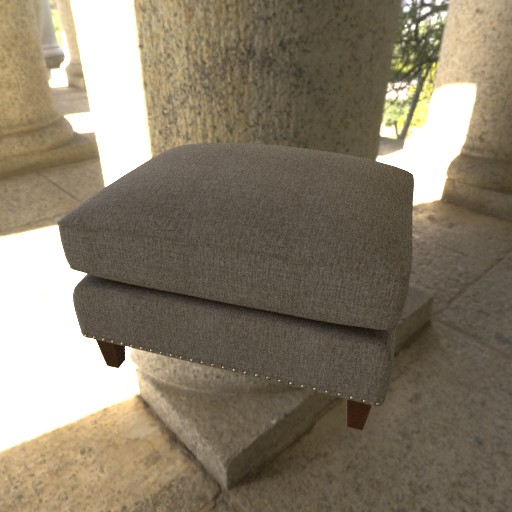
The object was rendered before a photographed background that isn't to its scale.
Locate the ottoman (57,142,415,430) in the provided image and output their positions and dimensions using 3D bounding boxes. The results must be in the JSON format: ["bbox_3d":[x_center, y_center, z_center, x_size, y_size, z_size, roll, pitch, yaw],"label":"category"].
[{"bbox_3d":[0.000,0.000,1.173,0.741,0.513,0.584,9,32,15],"label":"ottoman"}]
